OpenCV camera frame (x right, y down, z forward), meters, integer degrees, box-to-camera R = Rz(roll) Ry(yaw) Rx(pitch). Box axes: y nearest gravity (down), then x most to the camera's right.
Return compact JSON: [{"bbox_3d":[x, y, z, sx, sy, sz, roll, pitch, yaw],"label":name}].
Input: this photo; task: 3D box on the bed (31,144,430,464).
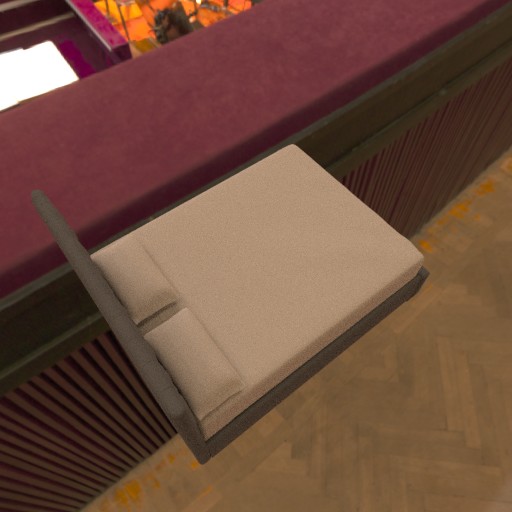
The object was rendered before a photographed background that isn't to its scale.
[{"bbox_3d":[0.000,0.000,3.286,2.231,1.427,1.698,-33,63,-19],"label":"bed"}]
